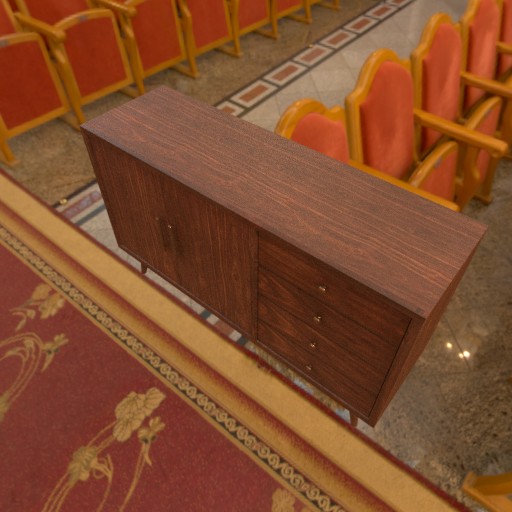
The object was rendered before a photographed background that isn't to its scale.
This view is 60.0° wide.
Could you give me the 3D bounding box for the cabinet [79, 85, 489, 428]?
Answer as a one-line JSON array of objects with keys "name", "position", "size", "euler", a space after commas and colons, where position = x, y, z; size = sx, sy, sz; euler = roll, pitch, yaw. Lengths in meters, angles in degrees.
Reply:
[{"name": "cabinet", "position": [0.000, 0.000, 2.012], "size": [1.575, 0.940, 0.505], "euler": [31, 54, 26]}]
